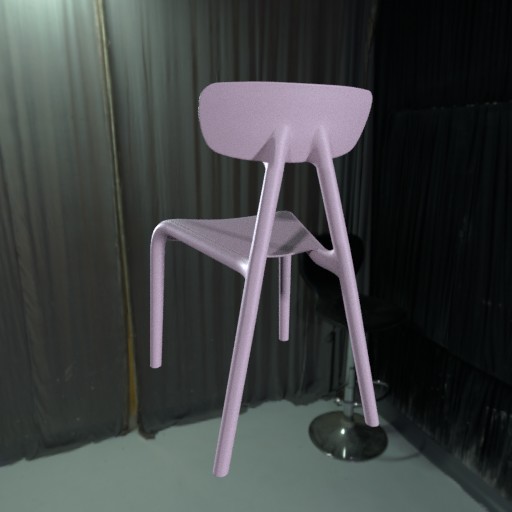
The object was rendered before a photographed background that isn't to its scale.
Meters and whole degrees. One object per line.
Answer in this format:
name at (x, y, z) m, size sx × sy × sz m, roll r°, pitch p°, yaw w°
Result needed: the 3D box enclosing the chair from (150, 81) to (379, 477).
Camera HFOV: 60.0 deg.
chair at (0.000, 0.000, 0.844) m, size 0.356 × 0.580 × 0.401 m, roll -7°, pitch 16°, yaw -24°
